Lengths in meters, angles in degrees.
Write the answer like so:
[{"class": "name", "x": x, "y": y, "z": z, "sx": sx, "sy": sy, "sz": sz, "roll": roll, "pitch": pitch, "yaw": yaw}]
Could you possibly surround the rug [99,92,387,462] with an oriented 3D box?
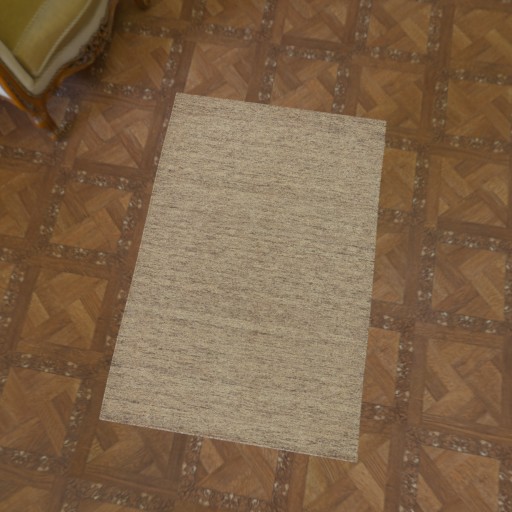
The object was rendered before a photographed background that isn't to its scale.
[{"class": "rug", "x": 0.000, "y": 0.000, "z": 2.913, "sx": 1.547, "sy": 0.013, "sz": 2.283, "roll": 9, "pitch": 74, "yaw": 2}]
